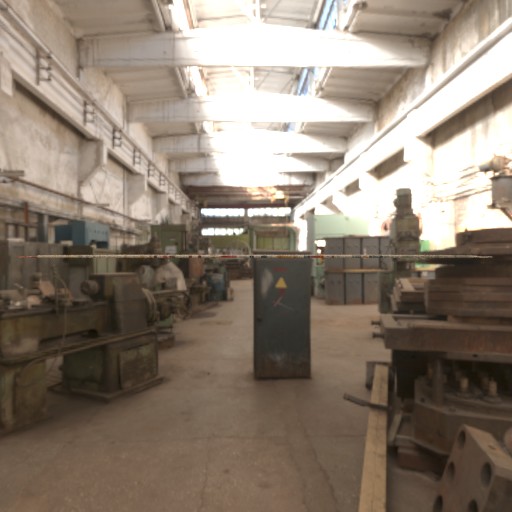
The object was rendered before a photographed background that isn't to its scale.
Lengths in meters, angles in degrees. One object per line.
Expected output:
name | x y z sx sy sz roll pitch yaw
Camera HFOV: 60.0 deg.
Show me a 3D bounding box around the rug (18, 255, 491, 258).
rug | 0.000 0.000 2.454 1.997 0.010 1.218 0 0 1
